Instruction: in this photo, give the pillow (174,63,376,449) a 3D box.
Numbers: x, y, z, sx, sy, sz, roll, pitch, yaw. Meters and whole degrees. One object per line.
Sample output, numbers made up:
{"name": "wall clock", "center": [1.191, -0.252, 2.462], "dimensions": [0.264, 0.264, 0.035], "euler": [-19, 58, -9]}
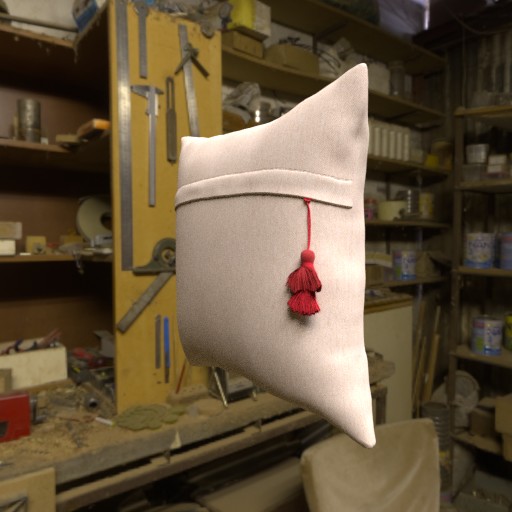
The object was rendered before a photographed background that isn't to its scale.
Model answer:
{"name": "pillow", "center": [0.000, 0.000, 0.673], "dimensions": [0.173, 0.436, 0.433], "euler": [-1, 2, -37]}
